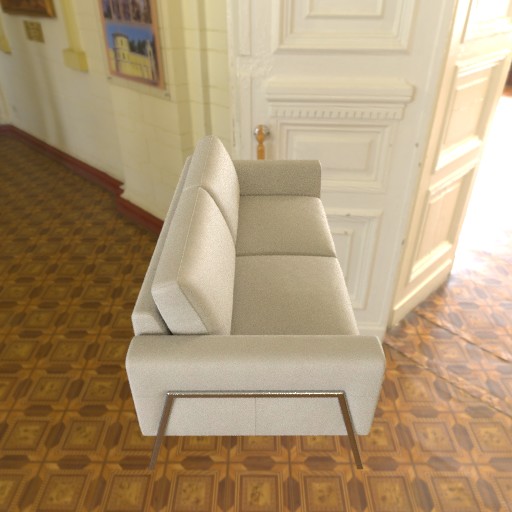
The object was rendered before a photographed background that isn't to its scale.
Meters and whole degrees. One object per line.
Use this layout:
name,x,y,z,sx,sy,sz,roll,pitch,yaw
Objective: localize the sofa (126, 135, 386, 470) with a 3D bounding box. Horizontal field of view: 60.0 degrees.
sofa,0.000,0.000,2.508,0.953,0.875,2.017,0,33,0
